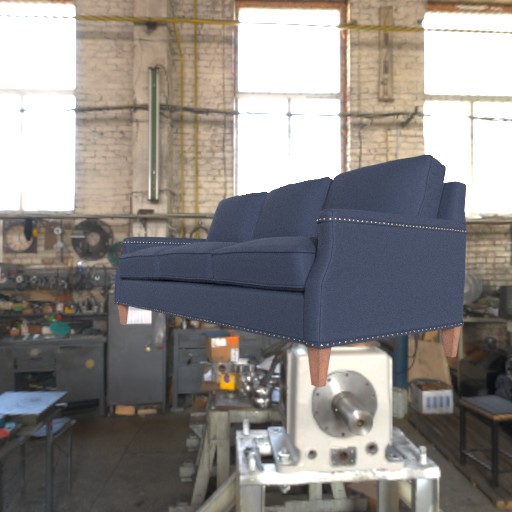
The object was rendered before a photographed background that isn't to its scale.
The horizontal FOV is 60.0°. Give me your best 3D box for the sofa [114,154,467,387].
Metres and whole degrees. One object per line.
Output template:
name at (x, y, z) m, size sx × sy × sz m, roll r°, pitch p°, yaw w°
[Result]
sofa at (0.000, 0.000, 2.786) m, size 1.084 × 1.003 × 2.246 m, roll 1°, pitch -1°, yaw -36°
